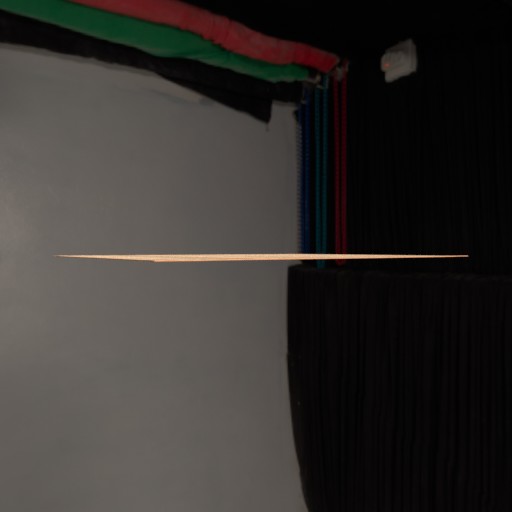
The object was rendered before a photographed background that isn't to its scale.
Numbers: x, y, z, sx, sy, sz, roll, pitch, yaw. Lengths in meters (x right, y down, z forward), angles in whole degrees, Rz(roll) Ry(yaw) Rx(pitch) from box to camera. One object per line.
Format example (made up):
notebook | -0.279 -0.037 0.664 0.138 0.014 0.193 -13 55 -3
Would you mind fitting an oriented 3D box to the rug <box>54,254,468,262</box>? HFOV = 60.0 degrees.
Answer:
rug | 0.000 0.000 4.149 3.045 0.011 2.436 -1 1 -36
